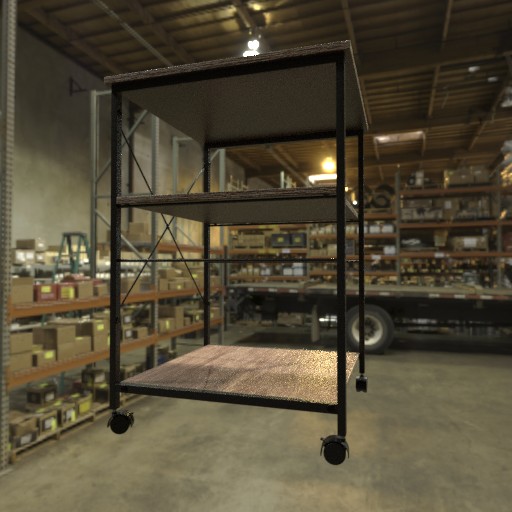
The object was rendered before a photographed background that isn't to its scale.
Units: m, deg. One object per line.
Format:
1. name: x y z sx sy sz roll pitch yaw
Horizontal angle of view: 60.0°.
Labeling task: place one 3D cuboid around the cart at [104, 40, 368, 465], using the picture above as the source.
1. cart: 0.000 0.000 1.114 0.520 0.762 0.521 0 -1 18
